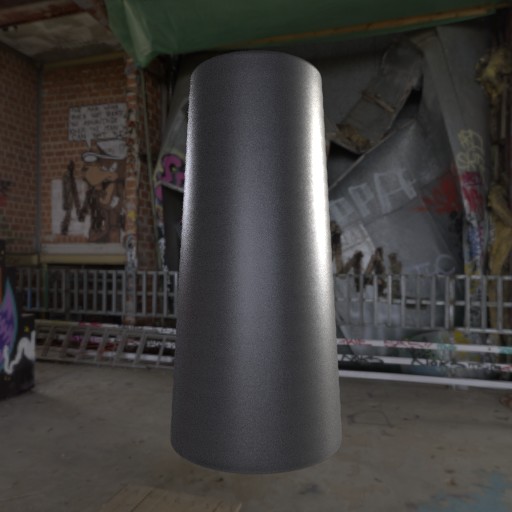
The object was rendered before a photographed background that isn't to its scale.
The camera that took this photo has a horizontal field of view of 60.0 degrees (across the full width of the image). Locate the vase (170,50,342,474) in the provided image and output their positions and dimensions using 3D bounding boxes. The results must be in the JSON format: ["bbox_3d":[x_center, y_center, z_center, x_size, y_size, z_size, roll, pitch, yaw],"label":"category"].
[{"bbox_3d":[0.000,0.000,0.361,0.136,0.289,0.136,0,-1,37],"label":"vase"}]
